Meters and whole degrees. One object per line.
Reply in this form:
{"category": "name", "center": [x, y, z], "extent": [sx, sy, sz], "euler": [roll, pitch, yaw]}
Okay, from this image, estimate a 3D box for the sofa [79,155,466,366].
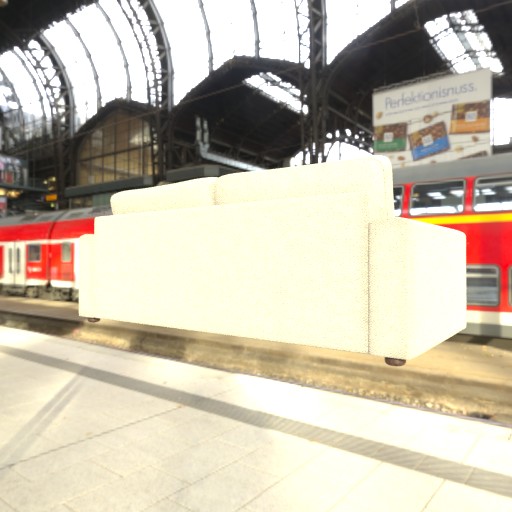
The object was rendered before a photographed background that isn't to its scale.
{"category": "sofa", "center": [0.000, 0.000, 2.694], "extent": [2.179, 0.873, 1.016], "euler": [0, -1, 36]}
